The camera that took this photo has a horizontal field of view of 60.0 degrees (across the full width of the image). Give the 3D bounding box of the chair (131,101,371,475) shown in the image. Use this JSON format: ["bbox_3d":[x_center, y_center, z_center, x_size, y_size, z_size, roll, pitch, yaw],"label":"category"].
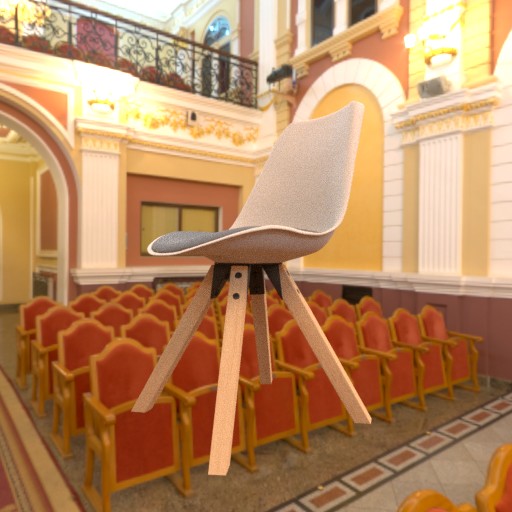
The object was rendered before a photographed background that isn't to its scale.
[{"bbox_3d":[0.000,0.000,1.177,0.550,0.850,0.485,-1,1,-36],"label":"chair"}]
